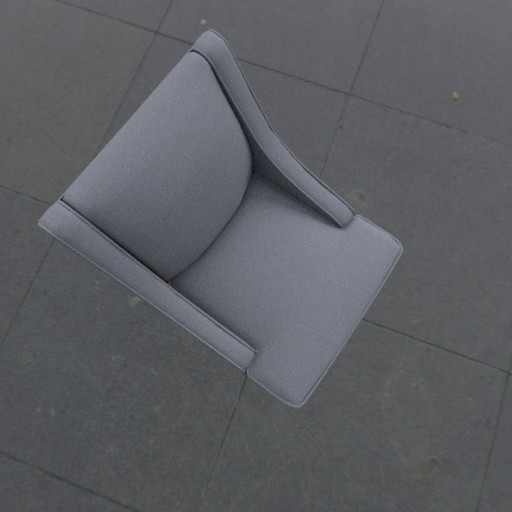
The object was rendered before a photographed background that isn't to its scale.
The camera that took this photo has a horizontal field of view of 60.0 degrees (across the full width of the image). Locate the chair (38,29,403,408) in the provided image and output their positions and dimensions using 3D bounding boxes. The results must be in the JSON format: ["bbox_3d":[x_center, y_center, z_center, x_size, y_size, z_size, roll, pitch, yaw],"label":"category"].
[{"bbox_3d":[0.000,0.000,1.371,0.747,0.867,0.631,35,78,8],"label":"chair"}]
